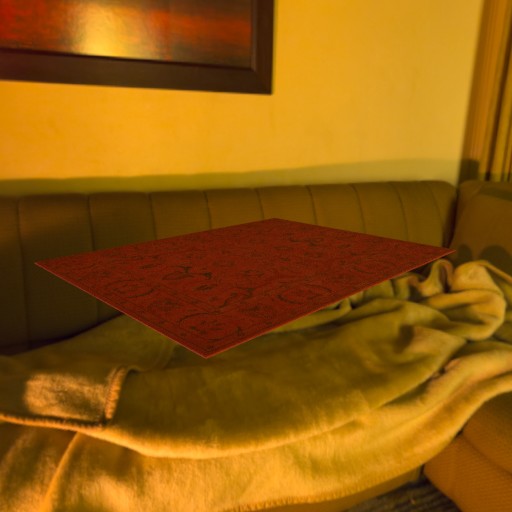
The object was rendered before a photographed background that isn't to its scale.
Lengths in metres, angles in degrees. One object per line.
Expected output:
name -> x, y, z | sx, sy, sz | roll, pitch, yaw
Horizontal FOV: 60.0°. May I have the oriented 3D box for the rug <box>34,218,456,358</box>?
rug -> 0.000, 0.000, 3.899 | 2.929, 0.012, 2.300 | -15, 21, -43
